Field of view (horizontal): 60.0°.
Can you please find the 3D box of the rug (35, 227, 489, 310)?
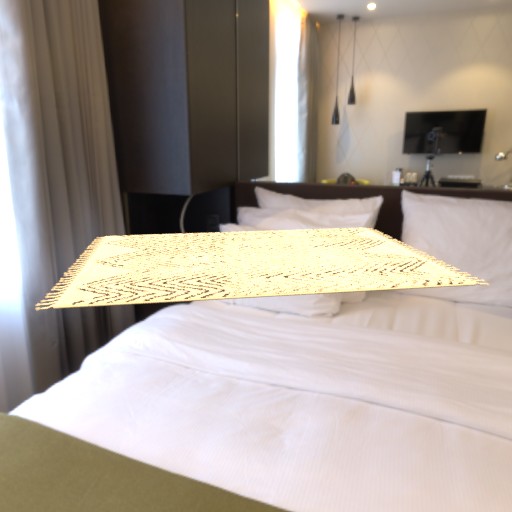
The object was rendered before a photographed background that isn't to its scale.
[{"bbox_3d":[0.000,0.000,2.327,1.847,0.014,1.230,-2,15,-9],"label":"rug"}]
